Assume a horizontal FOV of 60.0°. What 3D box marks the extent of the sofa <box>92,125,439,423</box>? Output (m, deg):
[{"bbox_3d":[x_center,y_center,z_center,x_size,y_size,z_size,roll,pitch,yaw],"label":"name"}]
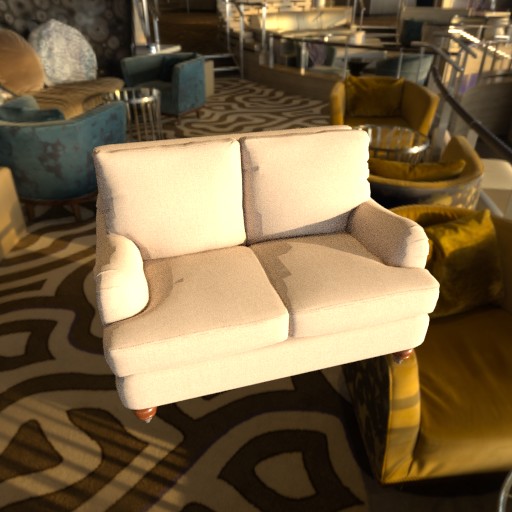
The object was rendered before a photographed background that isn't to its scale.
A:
[{"bbox_3d":[0.000,0.000,2.238,1.508,1.048,1.087,-9,33,-14],"label":"sofa"}]
